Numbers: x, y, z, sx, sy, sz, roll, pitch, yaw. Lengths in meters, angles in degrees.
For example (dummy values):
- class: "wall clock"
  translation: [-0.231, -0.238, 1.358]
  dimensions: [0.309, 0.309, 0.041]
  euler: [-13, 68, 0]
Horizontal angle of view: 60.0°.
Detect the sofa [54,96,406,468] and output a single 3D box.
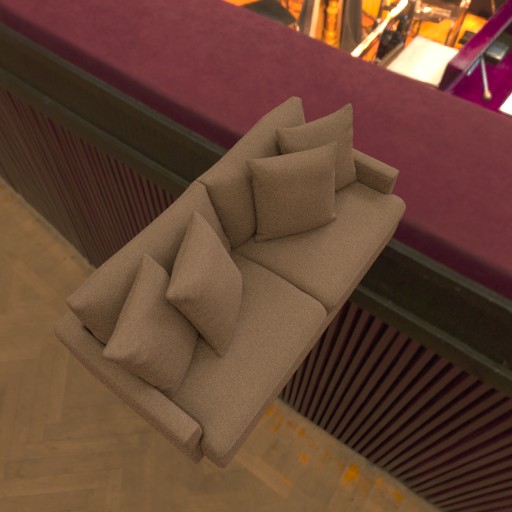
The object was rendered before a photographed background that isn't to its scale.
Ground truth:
- class: "sofa"
  translation: [0.000, 0.000, 2.979]
  dimensions: [1.228, 1.084, 2.380]
  euler: [32, 62, 19]
